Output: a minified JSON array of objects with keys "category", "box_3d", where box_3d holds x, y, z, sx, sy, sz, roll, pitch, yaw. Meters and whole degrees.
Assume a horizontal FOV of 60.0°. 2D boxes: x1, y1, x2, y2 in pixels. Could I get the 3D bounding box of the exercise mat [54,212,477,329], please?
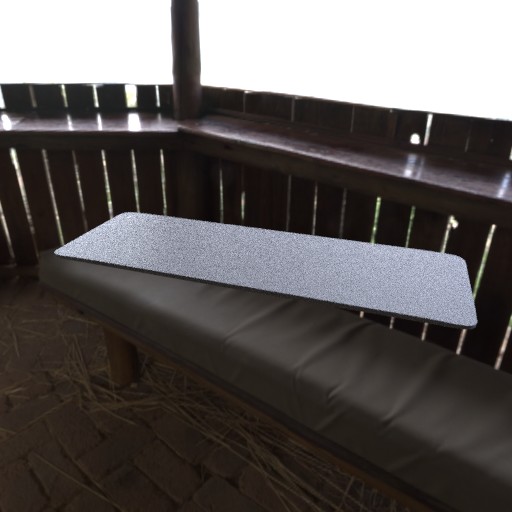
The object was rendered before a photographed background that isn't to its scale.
[{"category":"exercise mat","box_3d":[0.000,0.000,2.109,1.884,0.021,0.616,9,27,17]}]
